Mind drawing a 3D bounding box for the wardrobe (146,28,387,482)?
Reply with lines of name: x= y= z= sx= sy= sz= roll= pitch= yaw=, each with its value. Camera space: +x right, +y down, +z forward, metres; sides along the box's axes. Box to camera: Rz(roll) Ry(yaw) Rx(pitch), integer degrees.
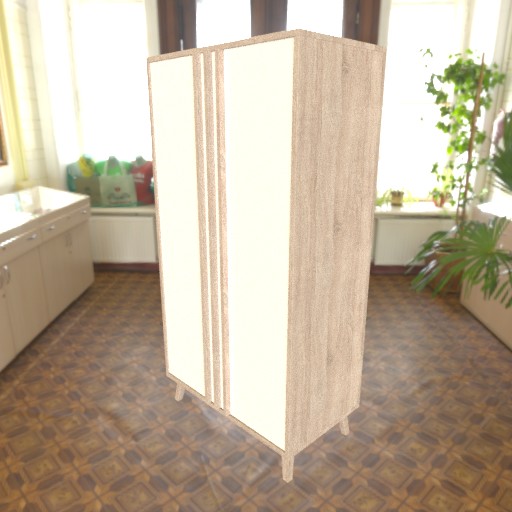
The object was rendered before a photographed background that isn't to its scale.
wardrobe: x=0.000 y=0.000 z=2.327 sx=0.600 sy=1.960 sz=1.000 roll=-16 pitch=23 yaw=-42
